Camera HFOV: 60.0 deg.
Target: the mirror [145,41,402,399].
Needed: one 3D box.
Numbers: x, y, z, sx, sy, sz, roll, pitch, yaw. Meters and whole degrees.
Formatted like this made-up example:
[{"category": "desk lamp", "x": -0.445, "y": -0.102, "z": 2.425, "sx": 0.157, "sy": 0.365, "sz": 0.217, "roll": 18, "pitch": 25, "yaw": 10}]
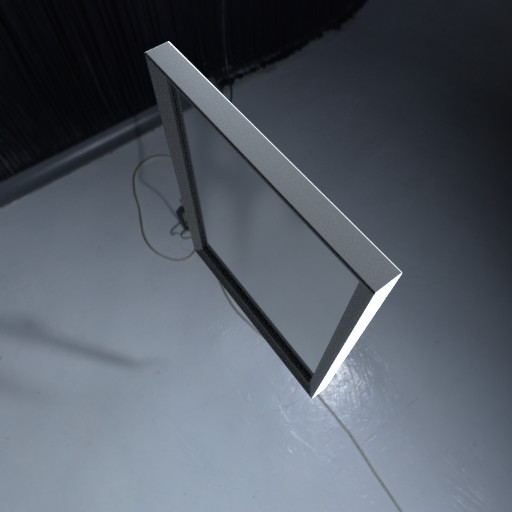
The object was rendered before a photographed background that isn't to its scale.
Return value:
[{"category": "mirror", "x": 0.000, "y": 0.000, "z": 0.702, "sx": 0.041, "sy": 0.509, "sz": 0.406, "roll": -34, "pitch": 67, "yaw": -16}]
